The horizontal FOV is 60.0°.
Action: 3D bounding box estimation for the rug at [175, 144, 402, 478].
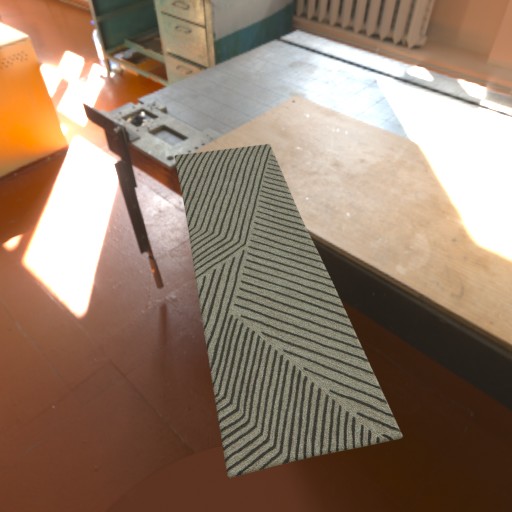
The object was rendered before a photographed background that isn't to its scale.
[{"bbox_3d":[0.000,0.000,2.703,0.773,0.020,2.439,-9,46,-9],"label":"rug"}]
